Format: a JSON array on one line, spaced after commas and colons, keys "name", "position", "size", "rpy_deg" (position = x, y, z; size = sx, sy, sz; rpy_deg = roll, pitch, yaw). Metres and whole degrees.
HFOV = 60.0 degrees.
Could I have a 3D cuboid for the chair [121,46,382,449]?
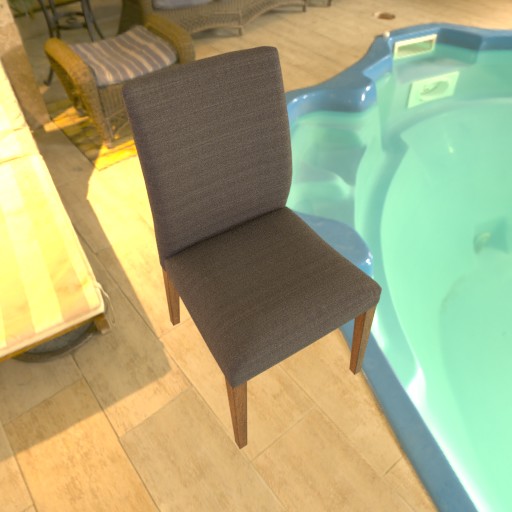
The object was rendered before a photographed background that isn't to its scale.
[{"name": "chair", "position": [0.000, 0.000, 1.286], "size": [0.496, 0.940, 0.585], "rpy_deg": [-25, 52, -22]}]
